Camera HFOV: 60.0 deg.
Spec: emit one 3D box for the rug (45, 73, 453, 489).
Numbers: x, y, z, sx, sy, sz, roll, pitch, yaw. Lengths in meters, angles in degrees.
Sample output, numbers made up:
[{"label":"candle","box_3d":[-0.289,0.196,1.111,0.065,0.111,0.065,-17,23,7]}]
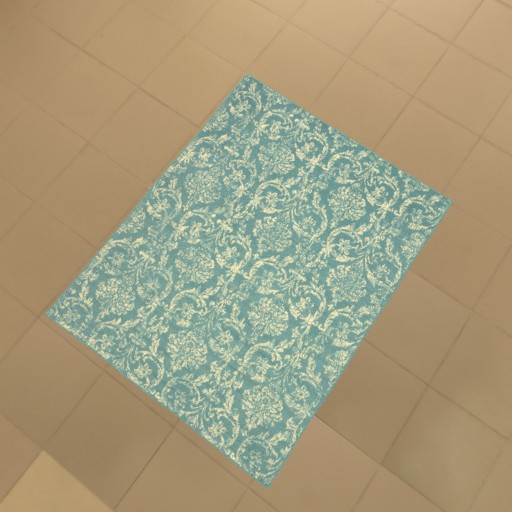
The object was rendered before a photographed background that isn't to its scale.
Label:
[{"label":"rug","box_3d":[0.000,0.000,3.971,2.363,0.012,2.980,35,78,9]}]
